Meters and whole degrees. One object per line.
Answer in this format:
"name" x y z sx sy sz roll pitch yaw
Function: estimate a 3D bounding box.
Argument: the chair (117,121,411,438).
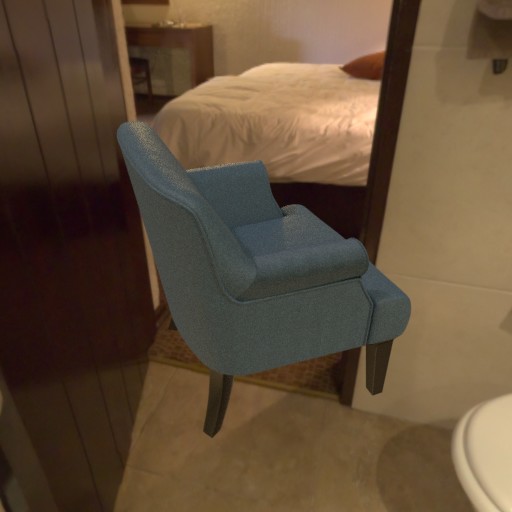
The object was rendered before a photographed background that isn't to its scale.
"chair" 0.000 0.000 1.475 0.754 0.878 0.770 -12 33 -18
